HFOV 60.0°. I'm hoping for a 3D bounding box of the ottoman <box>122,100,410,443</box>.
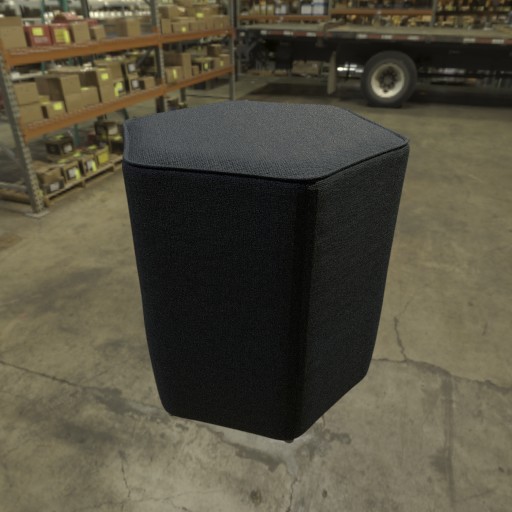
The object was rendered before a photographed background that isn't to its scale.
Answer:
[{"bbox_3d":[0.000,0.000,0.854,0.492,0.505,0.454,10,31,17],"label":"ottoman"}]
